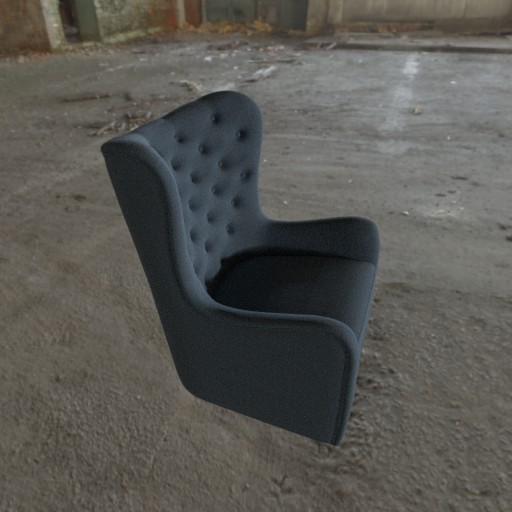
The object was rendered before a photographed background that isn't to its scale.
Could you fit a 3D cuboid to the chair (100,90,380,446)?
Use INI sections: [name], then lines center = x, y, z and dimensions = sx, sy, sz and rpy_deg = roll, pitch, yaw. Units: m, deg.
[chair]
center = 0.000, 0.000, 1.753
dimensions = 0.930, 1.079, 0.831
rpy_deg = 10, 33, 16
